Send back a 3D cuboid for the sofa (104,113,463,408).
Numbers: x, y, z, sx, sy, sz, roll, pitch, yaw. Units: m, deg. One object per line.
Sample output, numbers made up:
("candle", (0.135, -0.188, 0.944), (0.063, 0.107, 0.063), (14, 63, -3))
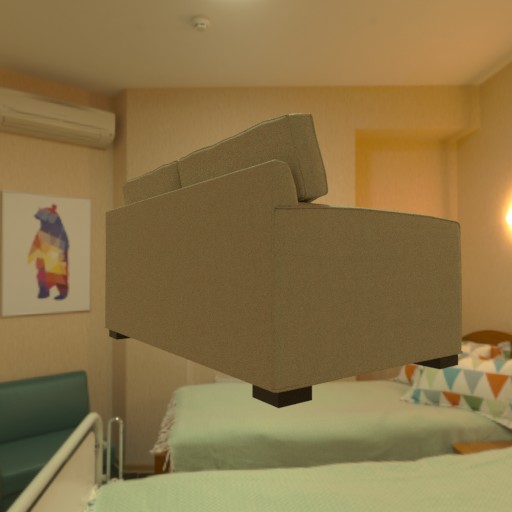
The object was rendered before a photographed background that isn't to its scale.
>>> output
("sofa", (0.000, 0.000, 2.055), (0.942, 0.853, 1.484), (1, -1, -36))
